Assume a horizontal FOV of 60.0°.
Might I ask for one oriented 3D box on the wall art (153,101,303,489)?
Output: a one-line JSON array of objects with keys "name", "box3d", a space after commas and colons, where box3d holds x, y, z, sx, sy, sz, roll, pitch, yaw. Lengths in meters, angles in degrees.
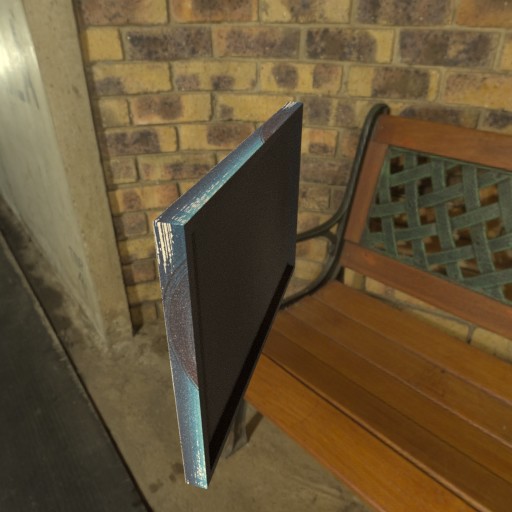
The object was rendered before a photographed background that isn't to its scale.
[{"name": "wall art", "box3d": [0.000, 0.000, 0.772, 0.033, 0.406, 0.609, 8, 31, 14]}]
